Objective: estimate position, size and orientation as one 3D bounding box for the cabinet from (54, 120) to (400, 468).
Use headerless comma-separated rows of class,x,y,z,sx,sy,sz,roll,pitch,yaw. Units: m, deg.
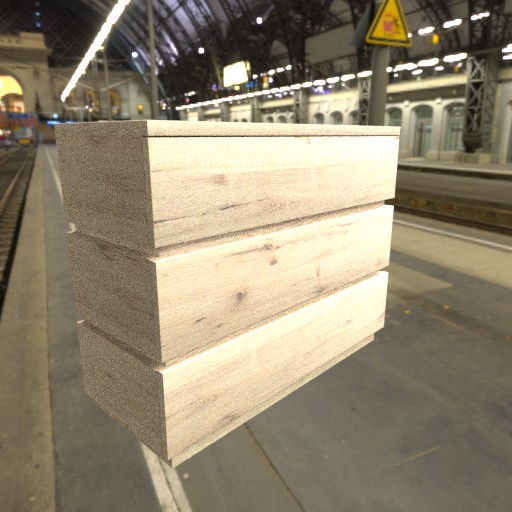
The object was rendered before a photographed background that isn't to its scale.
cabinet,0.000,0.000,1.452,0.420,0.820,1.040,14,21,42
